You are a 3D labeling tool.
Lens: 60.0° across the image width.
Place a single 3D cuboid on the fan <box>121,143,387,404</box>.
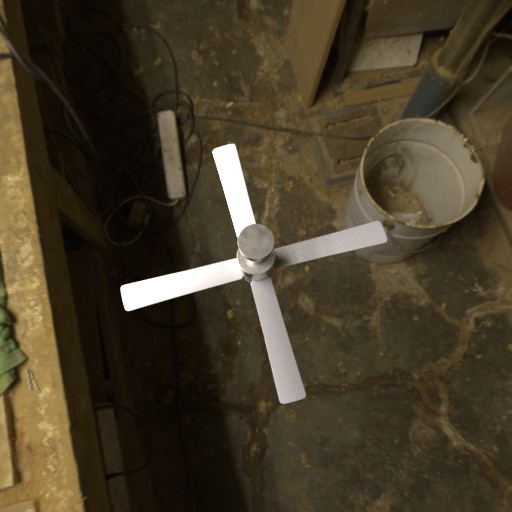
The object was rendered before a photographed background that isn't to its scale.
[{"bbox_3d":[0.000,0.000,2.324,1.525,0.539,1.525,-14,76,-4],"label":"fan"}]
